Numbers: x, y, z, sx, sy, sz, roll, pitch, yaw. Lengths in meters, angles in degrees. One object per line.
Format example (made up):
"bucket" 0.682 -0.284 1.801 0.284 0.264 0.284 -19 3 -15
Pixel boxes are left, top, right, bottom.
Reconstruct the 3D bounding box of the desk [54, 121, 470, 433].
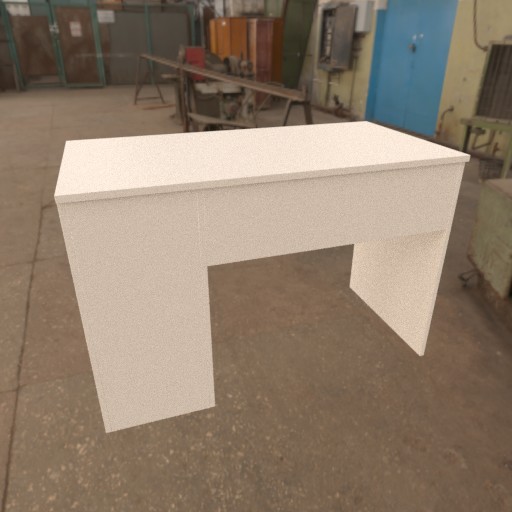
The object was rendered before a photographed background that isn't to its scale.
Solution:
"desk" 0.000 0.000 1.506 1.097 0.735 0.560 -9 28 -16
